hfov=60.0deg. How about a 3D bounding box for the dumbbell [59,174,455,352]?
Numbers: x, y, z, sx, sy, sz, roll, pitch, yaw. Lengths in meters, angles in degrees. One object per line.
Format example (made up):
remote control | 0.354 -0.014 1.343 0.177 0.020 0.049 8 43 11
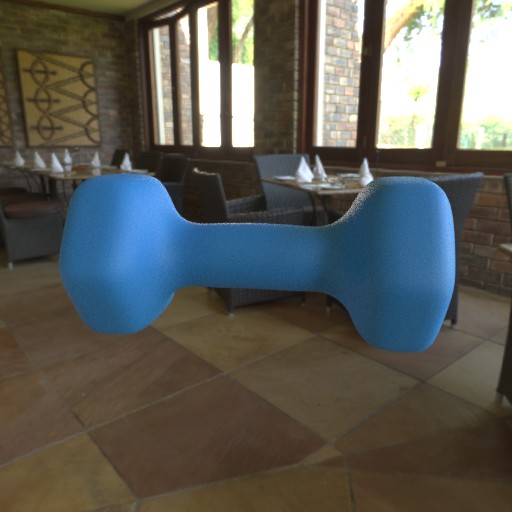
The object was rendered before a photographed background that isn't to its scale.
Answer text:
dumbbell | 0.000 0.000 0.187 0.152 0.066 0.074 2 15 8
